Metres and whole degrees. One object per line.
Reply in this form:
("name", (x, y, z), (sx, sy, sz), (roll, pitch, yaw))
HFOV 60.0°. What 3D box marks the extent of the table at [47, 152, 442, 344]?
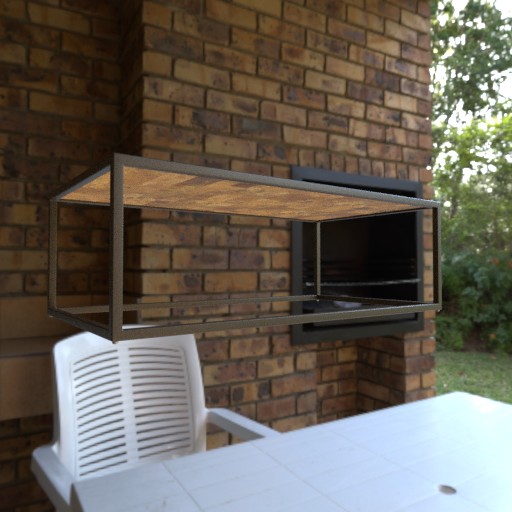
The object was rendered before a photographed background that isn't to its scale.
("table", (0.000, 0.000, 1.527), (1.199, 0.398, 0.649), (1, -2, -36))
